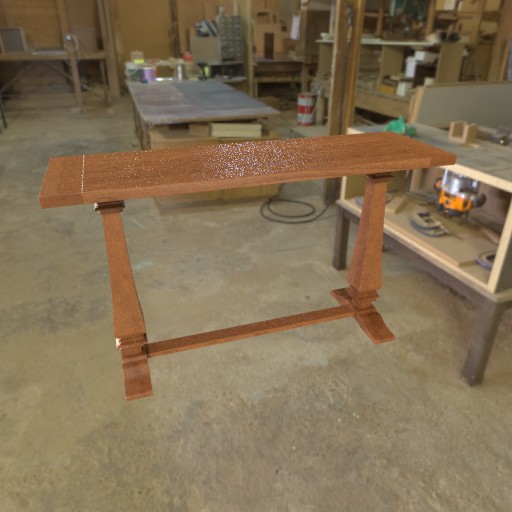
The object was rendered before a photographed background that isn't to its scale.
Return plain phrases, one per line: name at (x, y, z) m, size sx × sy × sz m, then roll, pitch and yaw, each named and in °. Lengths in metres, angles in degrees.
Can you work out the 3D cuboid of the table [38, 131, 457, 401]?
table at (0.000, 0.000, 1.877) m, size 1.478 × 0.852 × 0.461 m, roll -9°, pitch 29°, yaw -16°
